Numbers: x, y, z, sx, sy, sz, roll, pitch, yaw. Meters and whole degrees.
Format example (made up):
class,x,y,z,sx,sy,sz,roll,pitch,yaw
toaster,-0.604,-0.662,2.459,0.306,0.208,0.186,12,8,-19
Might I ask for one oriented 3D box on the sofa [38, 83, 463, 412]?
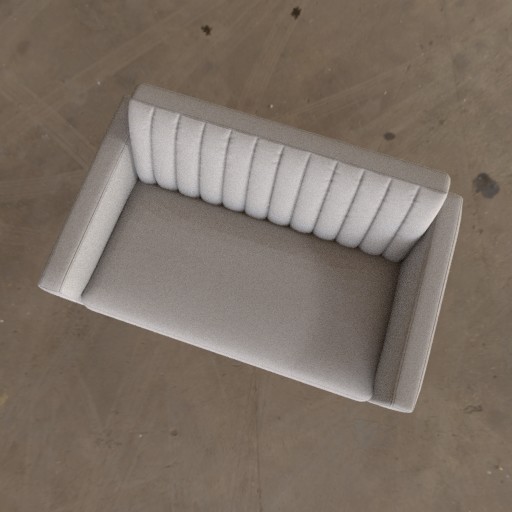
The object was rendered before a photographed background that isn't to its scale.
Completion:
class,x,y,z,sx,sy,sz,roll,pitch,yaw
sofa,0.000,0.000,2.070,1.585,0.801,0.950,18,77,4
